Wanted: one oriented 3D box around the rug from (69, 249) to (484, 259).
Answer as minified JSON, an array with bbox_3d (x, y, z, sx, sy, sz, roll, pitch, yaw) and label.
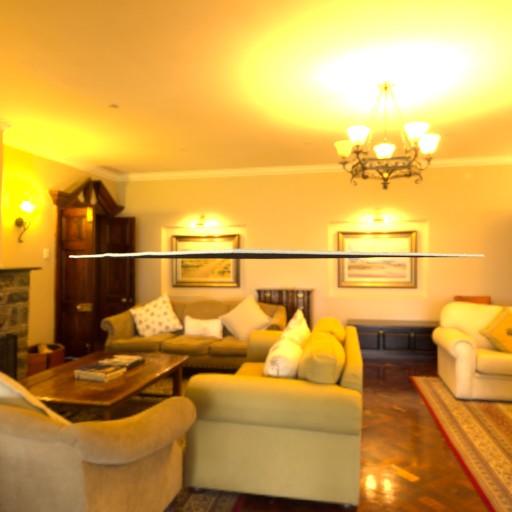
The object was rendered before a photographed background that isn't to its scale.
[{"bbox_3d":[0.000,0.000,0.884,0.548,0.006,0.639,1,-1,-37],"label":"rug"}]
